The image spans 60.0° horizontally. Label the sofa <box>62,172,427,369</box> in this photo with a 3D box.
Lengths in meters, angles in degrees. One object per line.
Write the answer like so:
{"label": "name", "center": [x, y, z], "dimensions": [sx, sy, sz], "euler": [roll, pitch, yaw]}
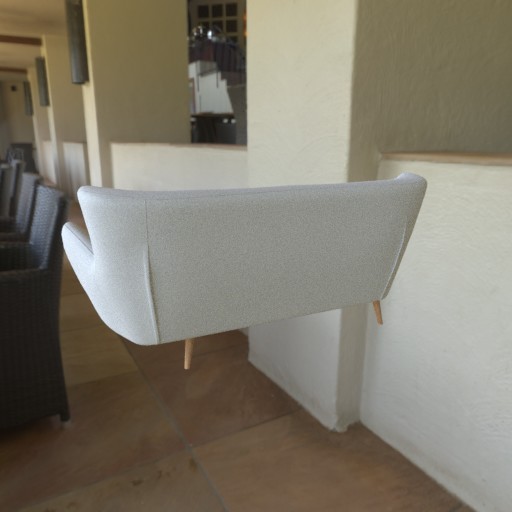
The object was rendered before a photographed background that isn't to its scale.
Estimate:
{"label": "sofa", "center": [0.000, 0.000, 2.472], "dimensions": [1.930, 0.890, 0.899], "euler": [-7, 16, -25]}
